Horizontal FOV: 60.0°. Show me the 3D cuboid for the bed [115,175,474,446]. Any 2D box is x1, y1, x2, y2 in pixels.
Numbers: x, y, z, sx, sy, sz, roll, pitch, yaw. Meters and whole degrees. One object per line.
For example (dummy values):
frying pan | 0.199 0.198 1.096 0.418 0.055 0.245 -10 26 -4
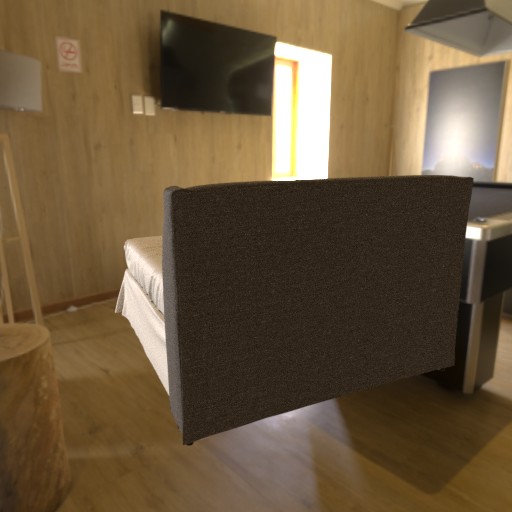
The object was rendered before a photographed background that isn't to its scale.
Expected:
bed | 0.000 0.000 3.452 1.925 1.332 2.276 -7 15 -25
